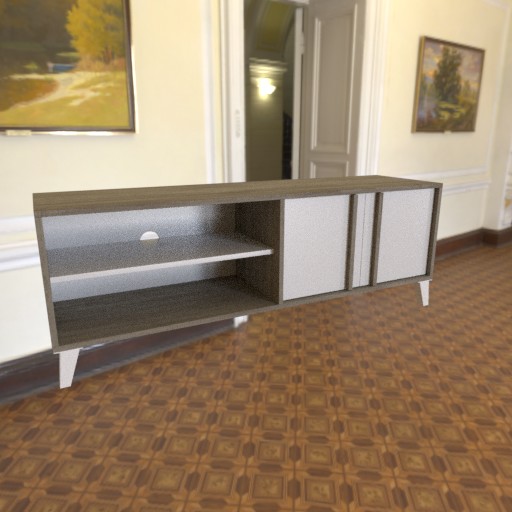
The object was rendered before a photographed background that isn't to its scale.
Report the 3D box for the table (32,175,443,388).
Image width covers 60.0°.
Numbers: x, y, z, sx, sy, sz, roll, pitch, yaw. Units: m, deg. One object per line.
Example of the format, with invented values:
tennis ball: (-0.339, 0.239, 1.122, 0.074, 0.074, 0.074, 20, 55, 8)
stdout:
table: (0.000, 0.000, 1.727, 1.500, 0.530, 0.400, -8, 17, -25)
